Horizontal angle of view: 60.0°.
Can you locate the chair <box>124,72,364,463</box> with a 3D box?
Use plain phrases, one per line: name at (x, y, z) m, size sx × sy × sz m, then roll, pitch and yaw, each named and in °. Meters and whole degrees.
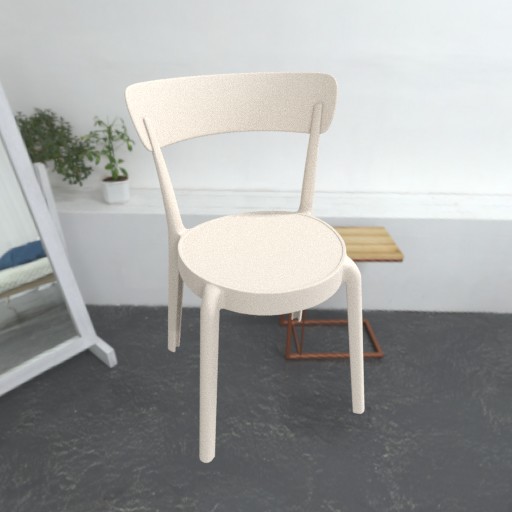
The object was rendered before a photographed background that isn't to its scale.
chair at (0.000, 0.000, 1.109) m, size 0.506 × 0.790 × 0.491 m, roll -11°, pitch 33°, yaw -17°
